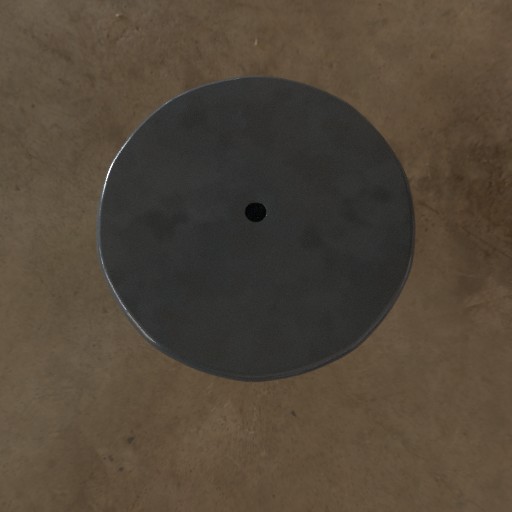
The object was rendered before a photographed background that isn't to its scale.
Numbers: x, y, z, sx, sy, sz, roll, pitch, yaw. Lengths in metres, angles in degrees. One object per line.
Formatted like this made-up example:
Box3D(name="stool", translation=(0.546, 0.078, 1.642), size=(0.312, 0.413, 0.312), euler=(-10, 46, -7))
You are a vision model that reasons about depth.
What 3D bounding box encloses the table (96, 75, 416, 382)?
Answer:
Box3D(name="table", translation=(0.000, 0.000, 0.662), size=(0.352, 0.387, 0.352), euler=(0, 76, 0))
